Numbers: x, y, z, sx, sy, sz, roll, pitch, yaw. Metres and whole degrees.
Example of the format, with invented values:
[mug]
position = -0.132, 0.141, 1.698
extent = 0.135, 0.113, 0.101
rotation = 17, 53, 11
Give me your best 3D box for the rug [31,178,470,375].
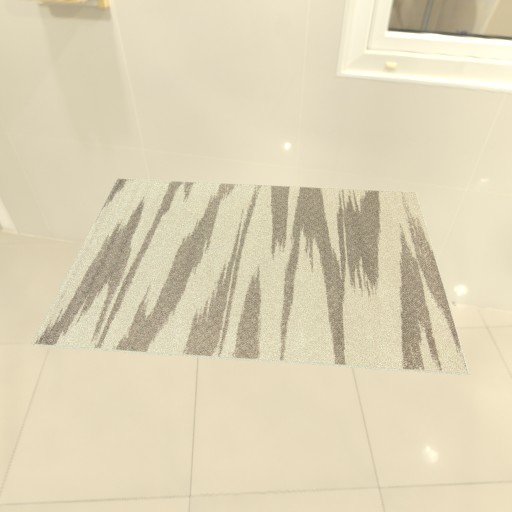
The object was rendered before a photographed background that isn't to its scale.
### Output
[rug]
position = 0.000, 0.000, 2.261
extent = 1.827, 0.008, 1.225
rotation = 3, 45, 3
